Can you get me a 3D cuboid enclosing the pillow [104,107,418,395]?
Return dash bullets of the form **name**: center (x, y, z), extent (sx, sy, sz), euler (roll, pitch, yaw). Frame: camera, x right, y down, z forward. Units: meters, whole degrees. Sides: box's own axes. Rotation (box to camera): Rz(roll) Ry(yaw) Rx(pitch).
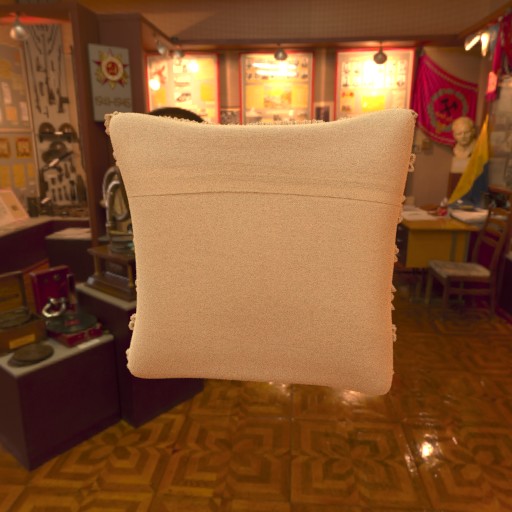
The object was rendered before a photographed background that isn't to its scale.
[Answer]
- **pillow**: center (0.000, 0.000, 0.669), extent (0.437, 0.427, 0.145), euler (2, 15, 7)
